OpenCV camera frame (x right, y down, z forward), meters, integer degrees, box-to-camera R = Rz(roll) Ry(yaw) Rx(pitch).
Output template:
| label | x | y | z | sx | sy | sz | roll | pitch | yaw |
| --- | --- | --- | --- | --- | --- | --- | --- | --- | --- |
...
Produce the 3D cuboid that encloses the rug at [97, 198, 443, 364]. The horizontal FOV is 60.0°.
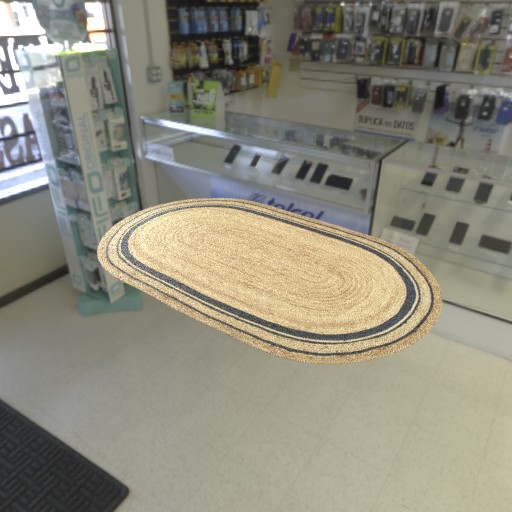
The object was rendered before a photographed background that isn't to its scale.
| label | x | y | z | sx | sy | sz | roll | pitch | yaw |
| --- | --- | --- | --- | --- | --- | --- | --- | --- | --- |
| rug | 0.000 | 0.000 | 3.025 | 2.432 | 0.006 | 1.520 | 20 | 36 | 32 |
